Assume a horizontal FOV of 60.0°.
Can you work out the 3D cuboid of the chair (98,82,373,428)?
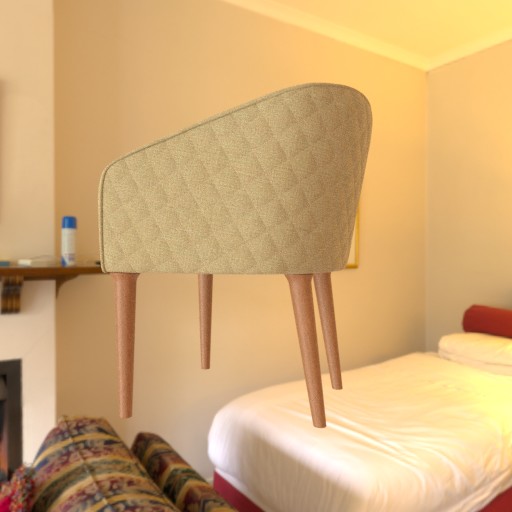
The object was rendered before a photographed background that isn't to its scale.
[{"bbox_3d":[0.000,0.000,1.215,0.616,0.775,0.584,0,1,18],"label":"chair"}]
